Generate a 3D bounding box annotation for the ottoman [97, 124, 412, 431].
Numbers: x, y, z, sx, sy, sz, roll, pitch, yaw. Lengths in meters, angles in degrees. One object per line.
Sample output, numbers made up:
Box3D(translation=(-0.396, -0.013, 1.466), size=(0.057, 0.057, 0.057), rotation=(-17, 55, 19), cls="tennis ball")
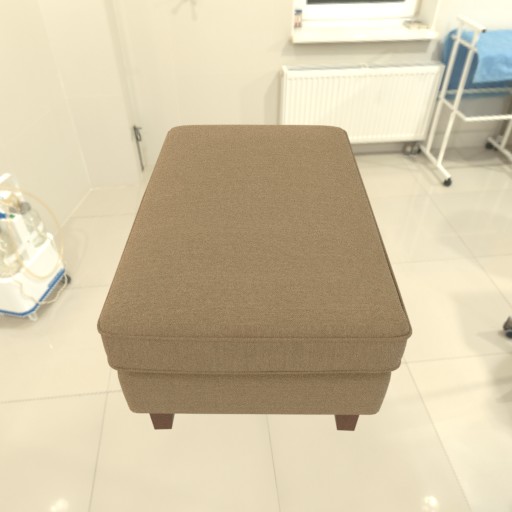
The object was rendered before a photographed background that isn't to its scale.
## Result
Box3D(translation=(0.000, 0.000, 1.321), size=(0.636, 0.521, 0.945), rotation=(0, 41, 0), cls="ottoman")
